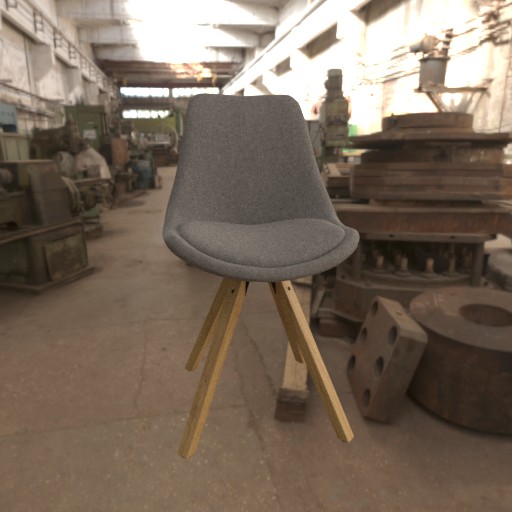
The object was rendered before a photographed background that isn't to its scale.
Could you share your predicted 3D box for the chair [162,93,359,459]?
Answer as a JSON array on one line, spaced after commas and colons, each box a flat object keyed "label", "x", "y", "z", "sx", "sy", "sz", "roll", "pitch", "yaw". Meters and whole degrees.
[{"label": "chair", "x": 0.000, "y": 0.000, "z": 1.185, "sx": 0.483, "sy": 0.865, "sz": 0.550, "roll": -2, "pitch": 15, "yaw": -8}]
